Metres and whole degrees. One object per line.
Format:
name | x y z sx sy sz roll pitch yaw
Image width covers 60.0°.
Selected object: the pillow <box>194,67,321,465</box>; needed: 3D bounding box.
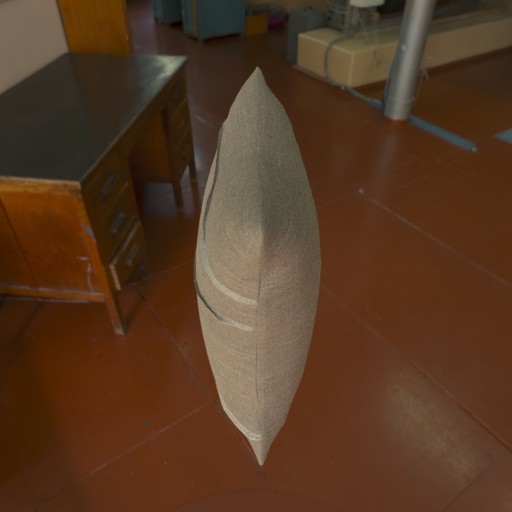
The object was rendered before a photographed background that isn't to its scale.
pillow | 0.000 0.000 0.636 0.169 0.400 0.424 0 40 0
